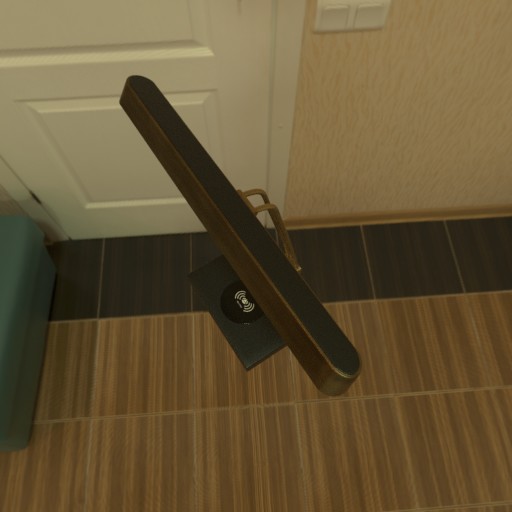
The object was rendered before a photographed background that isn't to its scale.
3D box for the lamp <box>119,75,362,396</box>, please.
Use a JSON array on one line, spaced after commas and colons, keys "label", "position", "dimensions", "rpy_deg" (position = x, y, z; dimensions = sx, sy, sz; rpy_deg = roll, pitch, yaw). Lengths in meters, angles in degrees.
[{"label": "lamp", "position": [0.000, 0.000, 0.592], "dimensions": [0.156, 0.345, 0.412], "rpy_deg": [-31, 69, -13]}]
